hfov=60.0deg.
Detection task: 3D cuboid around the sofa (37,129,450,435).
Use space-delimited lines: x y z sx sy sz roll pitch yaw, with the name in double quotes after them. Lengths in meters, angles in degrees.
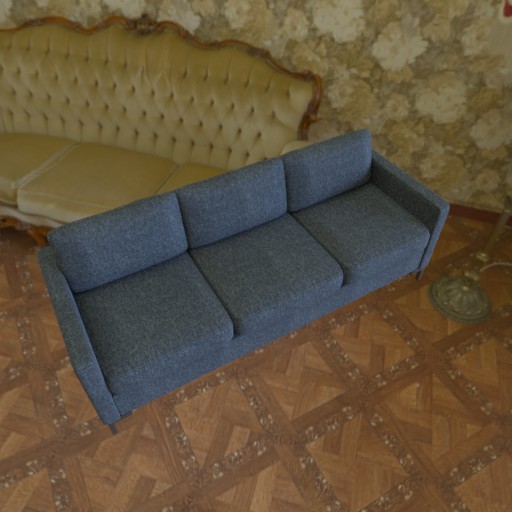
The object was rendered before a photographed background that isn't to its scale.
0.000 0.000 2.633 2.218 0.874 0.859 -22 49 -21 "sofa"
